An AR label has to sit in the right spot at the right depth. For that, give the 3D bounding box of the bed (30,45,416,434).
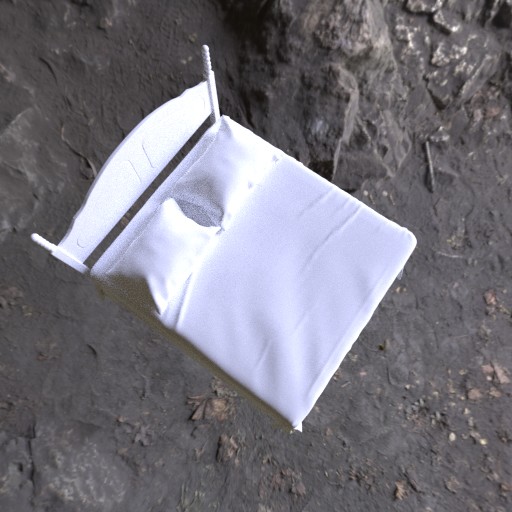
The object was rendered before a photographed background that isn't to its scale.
[{"bbox_3d":[0.000,0.000,3.189,2.040,1.356,1.873,35,77,9],"label":"bed"}]
